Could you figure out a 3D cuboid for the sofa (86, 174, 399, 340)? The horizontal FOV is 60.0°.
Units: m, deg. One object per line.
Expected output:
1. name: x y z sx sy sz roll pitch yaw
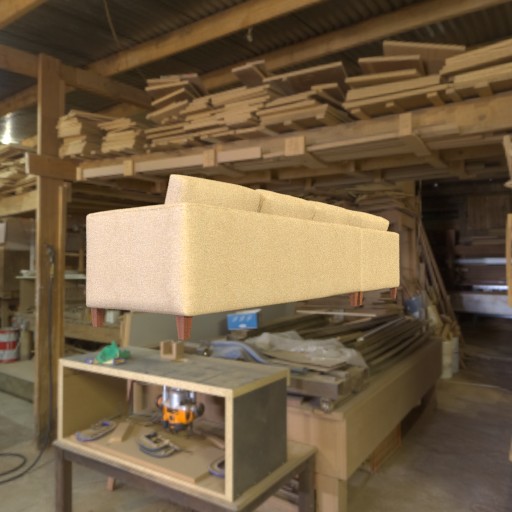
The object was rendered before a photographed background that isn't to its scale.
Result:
1. sofa: 0.000 0.000 3.878 1.502 0.876 3.201 0 -1 36
